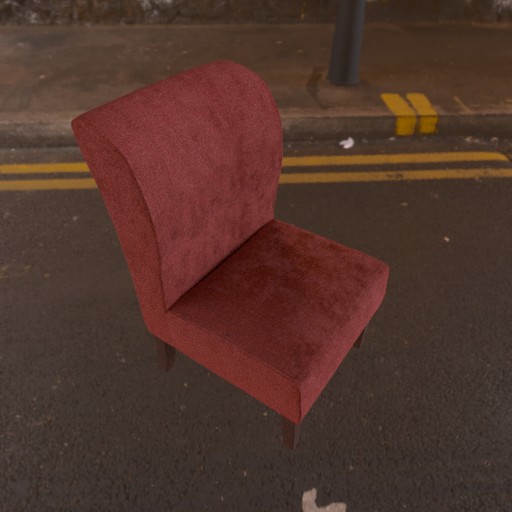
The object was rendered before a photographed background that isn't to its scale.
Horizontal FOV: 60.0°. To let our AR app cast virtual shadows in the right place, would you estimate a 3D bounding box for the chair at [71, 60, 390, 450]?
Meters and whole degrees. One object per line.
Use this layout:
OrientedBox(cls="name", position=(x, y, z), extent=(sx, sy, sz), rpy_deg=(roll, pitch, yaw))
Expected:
OrientedBox(cls="chair", position=(0.000, 0.000, 1.241), extent=(0.640, 0.846, 0.538), rpy_deg=(25, 46, 26))
